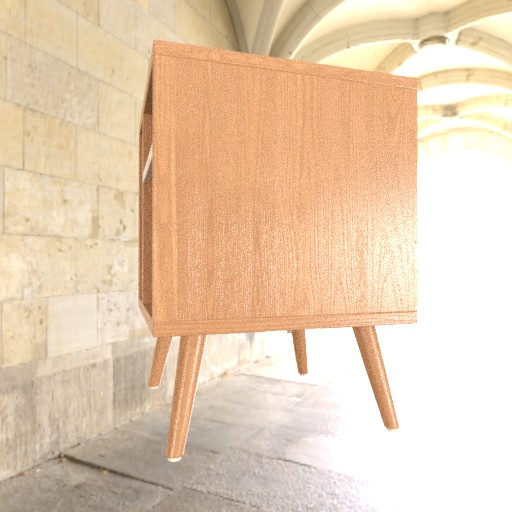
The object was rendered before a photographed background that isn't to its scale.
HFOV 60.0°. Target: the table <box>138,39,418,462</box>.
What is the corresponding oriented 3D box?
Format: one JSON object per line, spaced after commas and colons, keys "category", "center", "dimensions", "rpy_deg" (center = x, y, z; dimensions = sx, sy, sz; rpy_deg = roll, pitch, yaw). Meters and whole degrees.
{"category": "table", "center": [0.000, 0.000, 0.815], "dimensions": [0.400, 0.550, 0.400], "rpy_deg": [0, -1, -17]}
